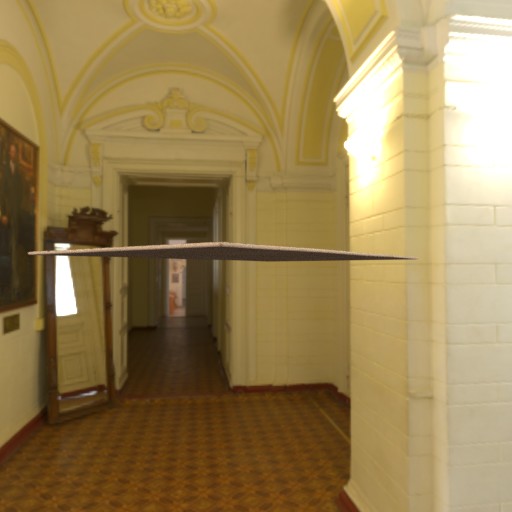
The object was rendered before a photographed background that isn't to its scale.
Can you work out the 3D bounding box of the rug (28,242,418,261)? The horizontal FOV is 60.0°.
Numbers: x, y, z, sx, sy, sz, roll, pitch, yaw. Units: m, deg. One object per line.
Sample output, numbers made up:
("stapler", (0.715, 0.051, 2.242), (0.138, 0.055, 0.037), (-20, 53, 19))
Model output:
("rug", (0.000, 0.000, 3.129), (1.521, 0.023, 2.464), (-1, -2, 37))
